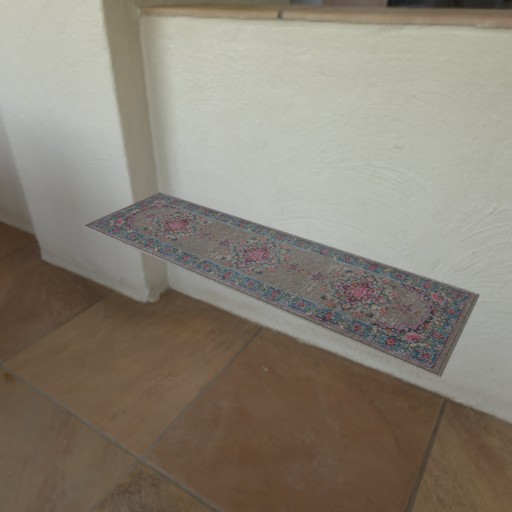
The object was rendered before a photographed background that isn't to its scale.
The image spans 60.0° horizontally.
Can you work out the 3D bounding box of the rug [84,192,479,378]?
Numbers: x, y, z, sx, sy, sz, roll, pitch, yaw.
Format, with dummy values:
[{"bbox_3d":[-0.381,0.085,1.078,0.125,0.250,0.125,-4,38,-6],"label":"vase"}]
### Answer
[{"bbox_3d":[0.000,0.000,2.050,1.827,0.012,0.553,20,36,30],"label":"rug"}]
